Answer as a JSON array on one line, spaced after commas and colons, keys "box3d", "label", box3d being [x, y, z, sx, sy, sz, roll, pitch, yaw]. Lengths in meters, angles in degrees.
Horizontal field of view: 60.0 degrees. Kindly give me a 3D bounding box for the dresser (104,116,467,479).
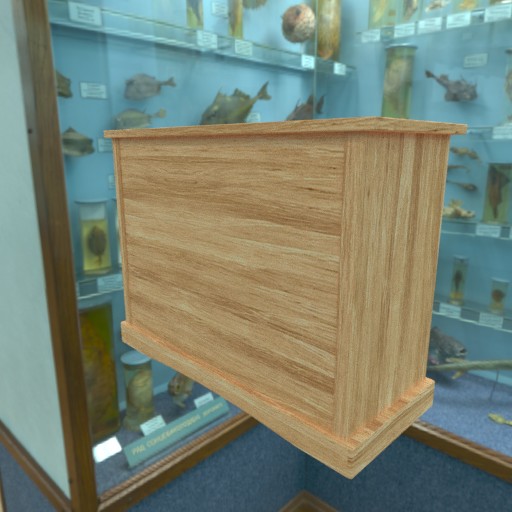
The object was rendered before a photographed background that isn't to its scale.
[{"box3d": [0.000, 0.000, 1.323, 0.410, 0.740, 0.990, -13, 19, -43], "label": "dresser"}]
